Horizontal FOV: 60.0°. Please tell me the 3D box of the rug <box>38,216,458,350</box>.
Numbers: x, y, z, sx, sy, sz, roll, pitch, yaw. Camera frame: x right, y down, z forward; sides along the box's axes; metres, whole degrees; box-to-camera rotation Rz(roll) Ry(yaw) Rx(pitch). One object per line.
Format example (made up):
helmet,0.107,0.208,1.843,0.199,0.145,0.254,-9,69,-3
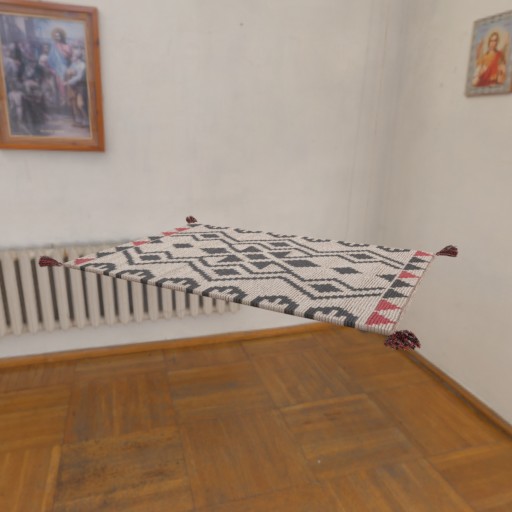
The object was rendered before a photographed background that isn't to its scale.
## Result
rug,0.000,0.000,2.587,2.069,0.067,1.444,9,19,27
